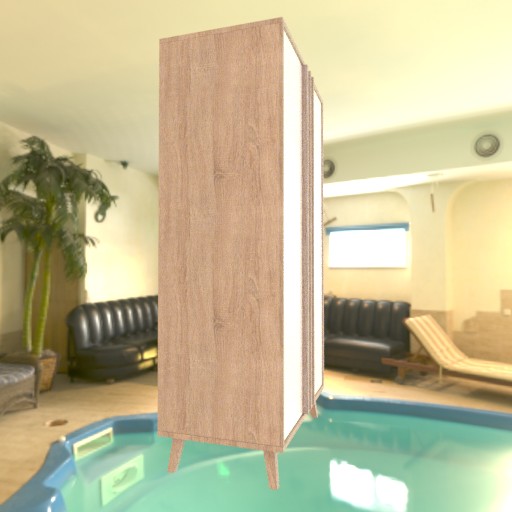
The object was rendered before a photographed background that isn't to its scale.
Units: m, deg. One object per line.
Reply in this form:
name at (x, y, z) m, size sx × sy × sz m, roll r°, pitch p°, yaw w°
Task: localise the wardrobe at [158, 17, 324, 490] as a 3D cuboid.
wardrobe at (0.000, 0.000, 2.378) m, size 0.600 × 1.960 × 1.000 m, roll 0°, pitch -1°, yaw 18°
